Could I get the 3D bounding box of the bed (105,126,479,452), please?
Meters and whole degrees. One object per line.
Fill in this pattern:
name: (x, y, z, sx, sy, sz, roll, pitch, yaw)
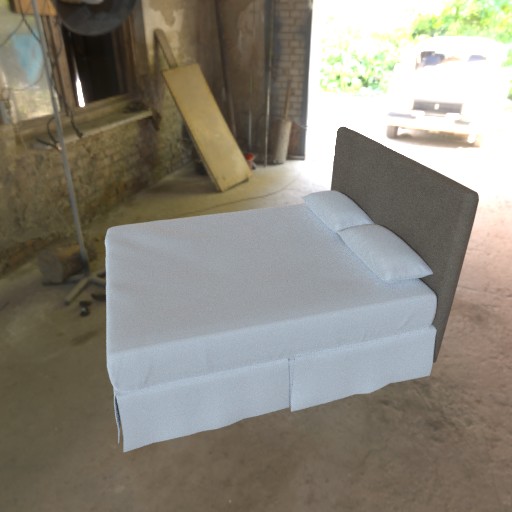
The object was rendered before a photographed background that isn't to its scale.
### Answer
bed: (0.000, 0.000, 3.140, 2.142, 1.330, 1.723, -8, 30, -14)
